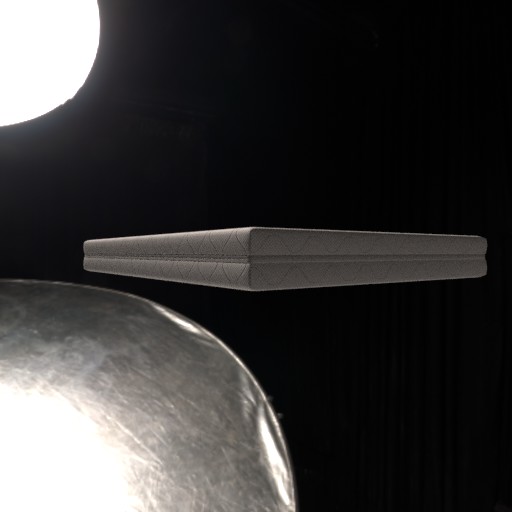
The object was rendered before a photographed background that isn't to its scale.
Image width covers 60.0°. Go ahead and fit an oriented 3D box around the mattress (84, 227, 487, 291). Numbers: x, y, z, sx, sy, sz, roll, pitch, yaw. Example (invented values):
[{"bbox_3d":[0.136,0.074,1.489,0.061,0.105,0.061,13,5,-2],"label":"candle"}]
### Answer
[{"bbox_3d":[0.000,0.000,2.510,1.400,0.200,1.900,0,1,-36],"label":"mattress"}]
